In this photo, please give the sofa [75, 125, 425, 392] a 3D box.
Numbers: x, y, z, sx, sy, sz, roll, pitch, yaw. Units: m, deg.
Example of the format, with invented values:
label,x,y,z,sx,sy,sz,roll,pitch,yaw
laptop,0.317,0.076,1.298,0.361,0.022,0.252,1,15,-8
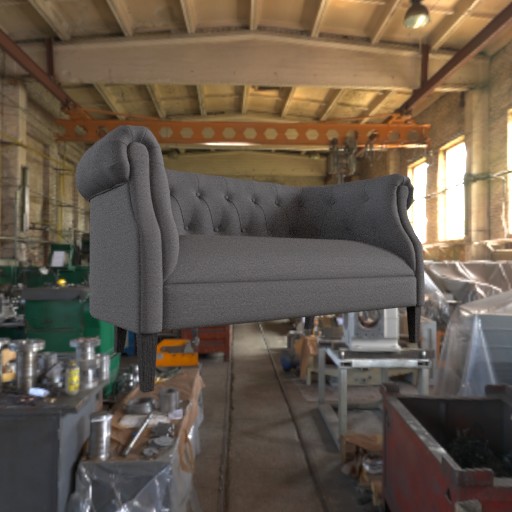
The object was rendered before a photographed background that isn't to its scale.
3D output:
label,x,y,z,sx,sy,sz,roll,pitch,yaw
sofa,0.000,0.000,2.029,1.558,0.827,0.835,0,-1,-36
